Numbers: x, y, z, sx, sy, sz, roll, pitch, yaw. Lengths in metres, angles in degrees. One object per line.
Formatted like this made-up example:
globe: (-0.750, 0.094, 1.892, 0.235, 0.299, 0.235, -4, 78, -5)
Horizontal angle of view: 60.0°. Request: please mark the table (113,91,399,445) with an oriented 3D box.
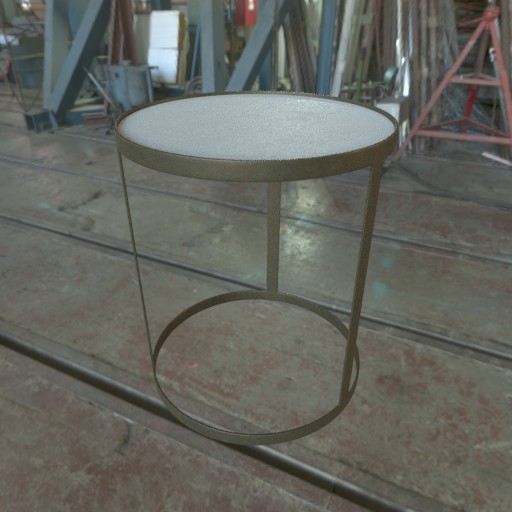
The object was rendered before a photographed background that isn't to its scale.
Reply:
table: (0.000, 0.000, 0.916, 0.480, 0.565, 0.480, 0, 31, 0)
